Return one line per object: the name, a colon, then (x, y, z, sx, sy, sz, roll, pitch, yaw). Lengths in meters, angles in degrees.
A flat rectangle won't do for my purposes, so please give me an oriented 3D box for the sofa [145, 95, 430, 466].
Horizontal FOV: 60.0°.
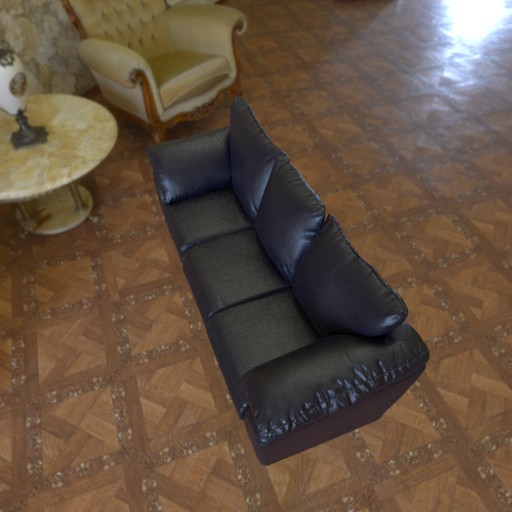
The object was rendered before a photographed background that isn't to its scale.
sofa: (0.000, 0.000, 2.831, 0.880, 1.073, 2.336, -16, 48, -15)
